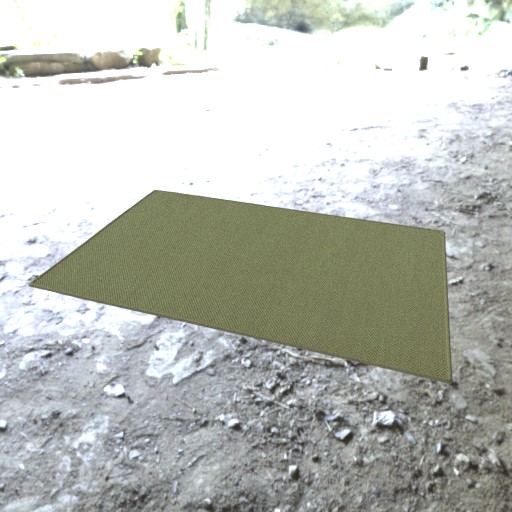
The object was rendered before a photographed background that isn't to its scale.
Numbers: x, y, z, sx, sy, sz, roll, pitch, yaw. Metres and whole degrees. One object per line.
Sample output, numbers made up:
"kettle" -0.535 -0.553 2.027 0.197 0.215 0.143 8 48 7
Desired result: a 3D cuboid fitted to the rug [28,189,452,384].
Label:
"rug" 0.000 0.000 2.061 1.676 0.013 1.067 10 33 16
